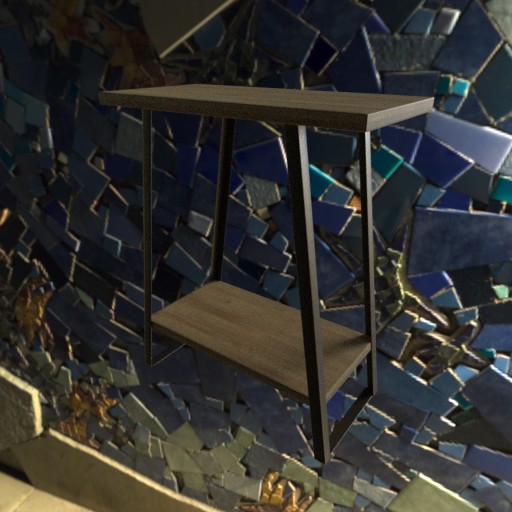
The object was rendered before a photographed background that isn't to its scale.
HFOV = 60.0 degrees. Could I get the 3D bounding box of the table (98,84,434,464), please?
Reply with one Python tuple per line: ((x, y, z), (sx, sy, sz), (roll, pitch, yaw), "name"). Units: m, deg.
((0.000, 0.000, 1.019), (0.599, 0.701, 0.300), (17, 30, 33), "table")
